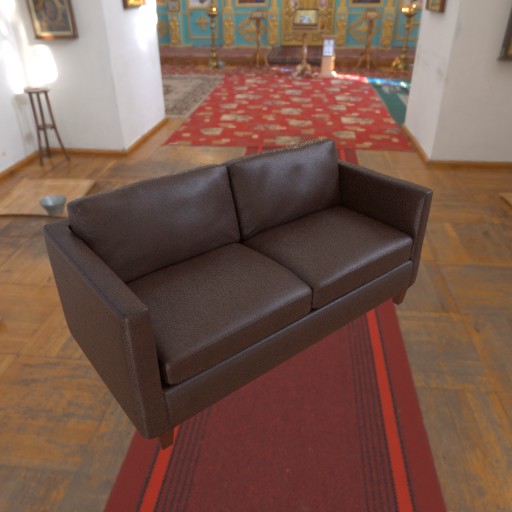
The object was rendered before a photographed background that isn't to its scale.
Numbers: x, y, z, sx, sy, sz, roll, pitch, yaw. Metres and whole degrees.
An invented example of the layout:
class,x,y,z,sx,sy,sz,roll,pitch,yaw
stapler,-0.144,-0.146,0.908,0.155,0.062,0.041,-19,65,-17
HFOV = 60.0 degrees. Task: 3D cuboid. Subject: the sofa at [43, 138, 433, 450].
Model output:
class,x,y,z,sx,sy,sz,roll,pitch,yaw
sofa,0.000,0.000,2.428,1.883,0.933,0.951,-22,36,-33
